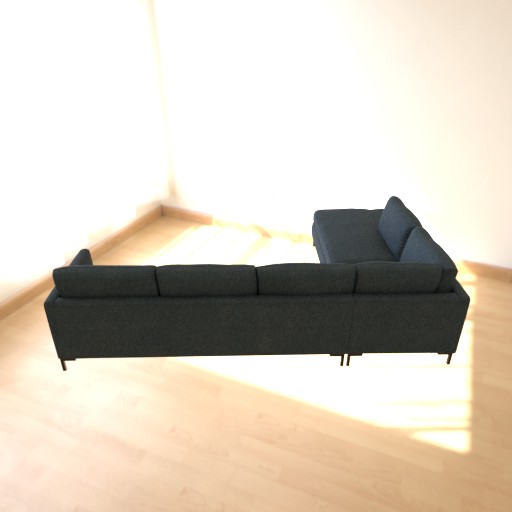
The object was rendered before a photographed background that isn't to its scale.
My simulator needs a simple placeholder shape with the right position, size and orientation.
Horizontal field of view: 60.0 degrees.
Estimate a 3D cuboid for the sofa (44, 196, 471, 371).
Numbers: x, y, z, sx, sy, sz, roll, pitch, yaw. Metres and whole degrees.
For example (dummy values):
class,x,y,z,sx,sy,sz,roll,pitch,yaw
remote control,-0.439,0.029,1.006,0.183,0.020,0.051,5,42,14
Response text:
class,x,y,z,sx,sy,sz,roll,pitch,yaw
sofa,0.000,0.000,3.945,2.949,0.815,2.007,-1,29,-1
